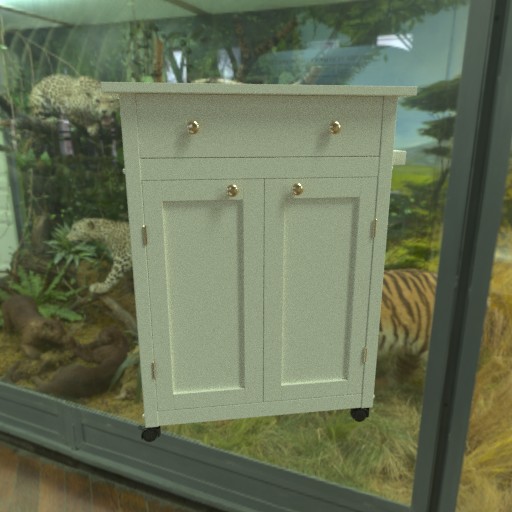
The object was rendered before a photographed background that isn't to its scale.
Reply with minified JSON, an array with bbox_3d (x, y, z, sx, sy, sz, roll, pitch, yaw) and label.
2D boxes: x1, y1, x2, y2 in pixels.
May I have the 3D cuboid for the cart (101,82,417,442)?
[{"bbox_3d":[0.000,0.000,1.248,0.683,0.864,0.442,-2,16,-8],"label":"cart"}]
